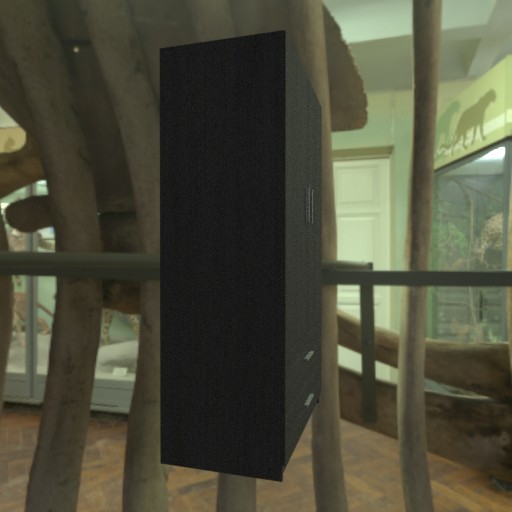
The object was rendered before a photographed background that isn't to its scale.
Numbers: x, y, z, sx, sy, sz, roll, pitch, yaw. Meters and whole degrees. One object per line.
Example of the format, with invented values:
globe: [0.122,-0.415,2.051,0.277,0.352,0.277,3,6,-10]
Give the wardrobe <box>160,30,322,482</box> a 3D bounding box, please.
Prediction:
wardrobe: [0.000,0.000,2.320,0.577,1.808,0.991,0,1,17]
